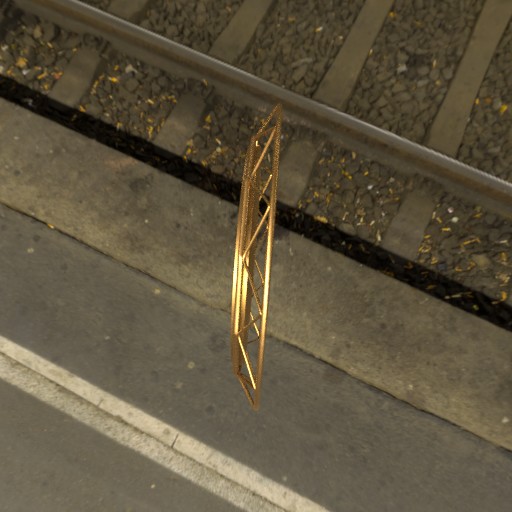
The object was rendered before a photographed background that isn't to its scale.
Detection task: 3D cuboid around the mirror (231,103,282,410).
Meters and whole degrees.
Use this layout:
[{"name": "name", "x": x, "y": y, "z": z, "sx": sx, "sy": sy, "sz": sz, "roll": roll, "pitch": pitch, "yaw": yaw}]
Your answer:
[{"name": "mirror", "x": 0.000, "y": 0.000, "z": 0.692, "sx": 0.043, "sy": 0.454, "sz": 0.454, "roll": 4, "pitch": 76, "yaw": 1}]
